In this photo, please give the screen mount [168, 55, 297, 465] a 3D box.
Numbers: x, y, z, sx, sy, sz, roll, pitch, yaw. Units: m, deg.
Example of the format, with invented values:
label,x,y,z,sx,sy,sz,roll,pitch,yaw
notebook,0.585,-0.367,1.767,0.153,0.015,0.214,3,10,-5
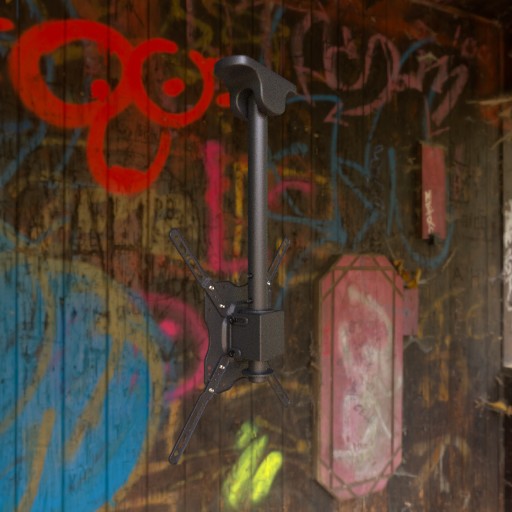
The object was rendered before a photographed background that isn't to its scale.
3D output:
label,x,y,z,sx,sy,sz,roll,pitch,yaw
screen mount,0.000,0.000,0.899,0.090,0.729,0.393,0,0,36
